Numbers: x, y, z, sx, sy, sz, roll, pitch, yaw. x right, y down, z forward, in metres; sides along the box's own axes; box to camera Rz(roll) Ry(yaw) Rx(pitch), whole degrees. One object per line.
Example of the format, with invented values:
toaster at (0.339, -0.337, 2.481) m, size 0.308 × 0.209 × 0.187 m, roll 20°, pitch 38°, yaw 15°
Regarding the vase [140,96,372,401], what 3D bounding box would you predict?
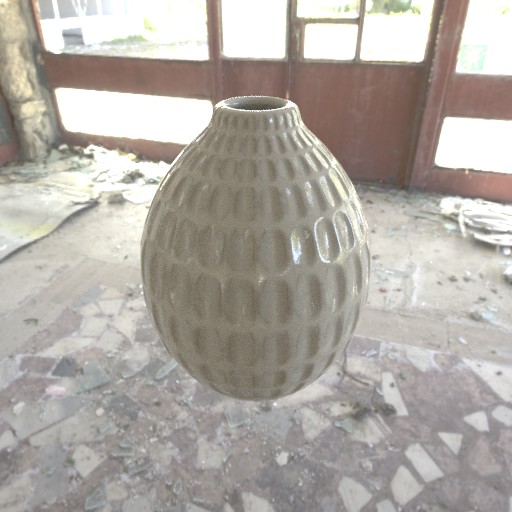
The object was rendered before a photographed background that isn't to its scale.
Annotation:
vase at (0.000, 0.000, 0.251) m, size 0.128 × 0.167 × 0.128 m, roll 0°, pitch 30°, yaw 0°
